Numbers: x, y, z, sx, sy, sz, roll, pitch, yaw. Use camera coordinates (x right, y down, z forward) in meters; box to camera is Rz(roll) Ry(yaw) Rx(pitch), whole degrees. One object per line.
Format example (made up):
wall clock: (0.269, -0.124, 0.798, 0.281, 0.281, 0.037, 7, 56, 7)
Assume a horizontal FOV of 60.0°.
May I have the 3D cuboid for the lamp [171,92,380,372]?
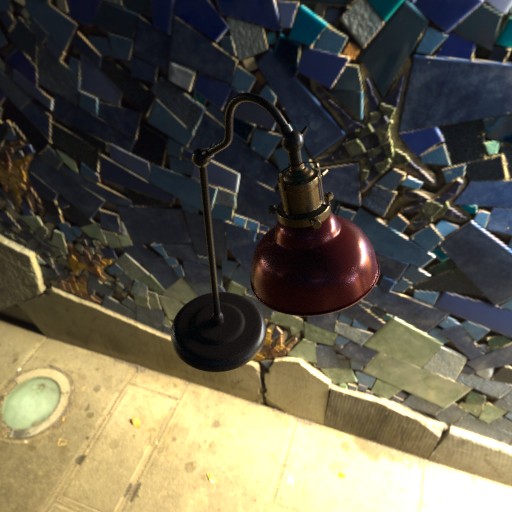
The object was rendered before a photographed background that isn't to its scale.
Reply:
lamp: (0.000, 0.000, 0.684, 0.374, 0.508, 0.192, 25, 48, 25)
